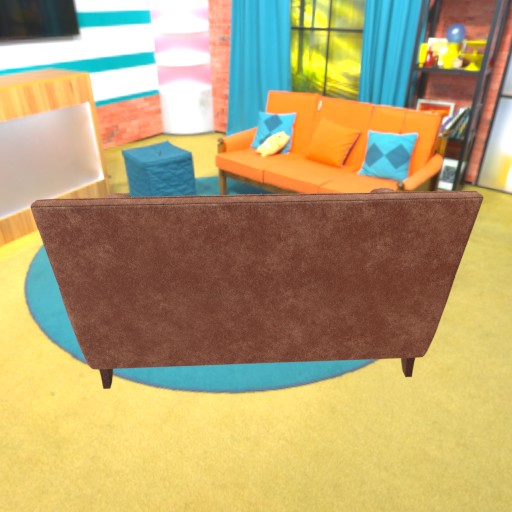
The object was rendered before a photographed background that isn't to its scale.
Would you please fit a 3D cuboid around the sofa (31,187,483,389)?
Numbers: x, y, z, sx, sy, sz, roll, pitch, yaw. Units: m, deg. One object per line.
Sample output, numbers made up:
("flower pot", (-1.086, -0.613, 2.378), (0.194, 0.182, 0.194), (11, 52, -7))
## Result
("sofa", (0.000, 0.000, 1.981), (1.473, 0.871, 0.787), (-2, 30, -3))
